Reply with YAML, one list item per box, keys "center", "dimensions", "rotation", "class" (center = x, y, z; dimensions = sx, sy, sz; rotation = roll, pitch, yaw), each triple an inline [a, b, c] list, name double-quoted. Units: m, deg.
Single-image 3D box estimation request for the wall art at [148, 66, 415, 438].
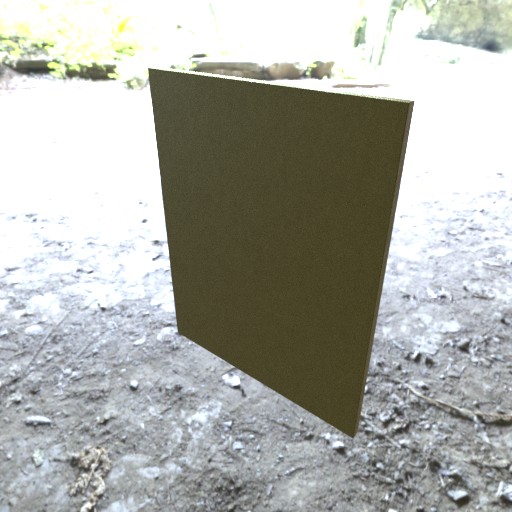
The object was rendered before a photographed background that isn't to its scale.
- center: [0.000, 0.000, 1.348]
  dimensions: [0.798, 1.002, 0.030]
  rotation: [22, 37, 33]
  class: "wall art"
